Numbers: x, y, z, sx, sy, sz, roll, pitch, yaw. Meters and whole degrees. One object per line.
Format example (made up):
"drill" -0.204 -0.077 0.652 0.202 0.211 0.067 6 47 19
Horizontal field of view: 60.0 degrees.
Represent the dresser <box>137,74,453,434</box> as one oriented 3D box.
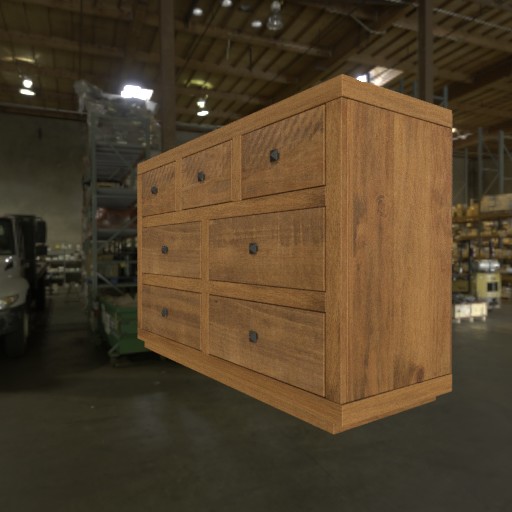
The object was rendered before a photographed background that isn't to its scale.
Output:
"dresser" 0.000 0.000 1.627 0.479 0.825 1.261 0 1 -36
